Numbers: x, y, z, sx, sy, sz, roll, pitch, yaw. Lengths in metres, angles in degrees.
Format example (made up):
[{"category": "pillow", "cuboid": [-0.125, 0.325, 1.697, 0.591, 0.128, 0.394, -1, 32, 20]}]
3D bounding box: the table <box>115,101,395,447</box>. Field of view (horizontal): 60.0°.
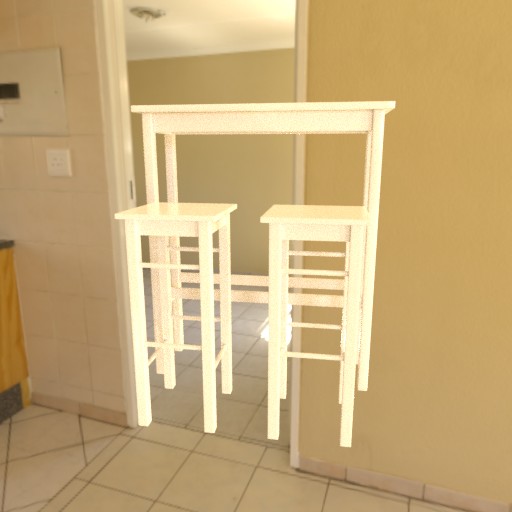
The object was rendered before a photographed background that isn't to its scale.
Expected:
[{"category": "table", "cuboid": [0.000, 0.000, 1.623, 0.915, 1.065, 0.650, 2, 13, 9]}]
